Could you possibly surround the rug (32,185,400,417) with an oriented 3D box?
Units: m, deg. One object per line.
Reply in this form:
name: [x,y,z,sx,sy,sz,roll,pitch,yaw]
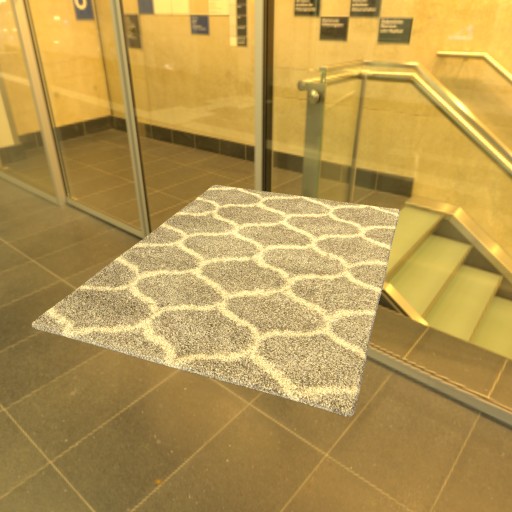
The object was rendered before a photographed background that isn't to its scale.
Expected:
rug: [0.000,0.000,2.118,1.200,0.025,1.600,10,31,18]
